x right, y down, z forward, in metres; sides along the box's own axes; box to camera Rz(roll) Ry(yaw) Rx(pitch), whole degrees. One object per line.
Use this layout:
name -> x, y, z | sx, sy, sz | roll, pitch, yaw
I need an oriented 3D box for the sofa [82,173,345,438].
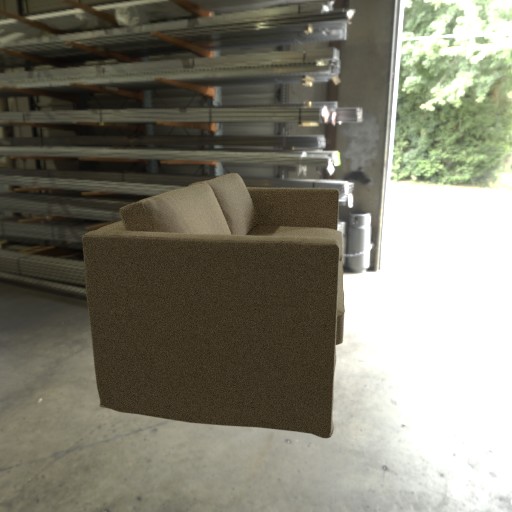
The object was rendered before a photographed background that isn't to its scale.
sofa -> 0.000, 0.000, 2.496 | 0.962, 0.835, 1.959 | 3, 14, 10
